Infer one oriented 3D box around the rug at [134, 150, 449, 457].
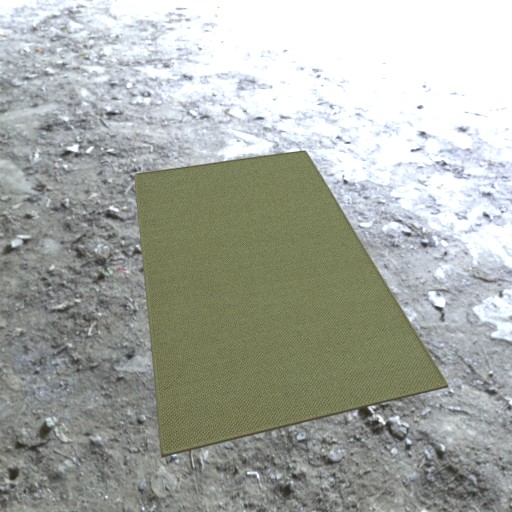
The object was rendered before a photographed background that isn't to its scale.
[{"bbox_3d":[0.000,0.000,2.126,1.067,0.013,1.676,-10,46,-10],"label":"rug"}]
